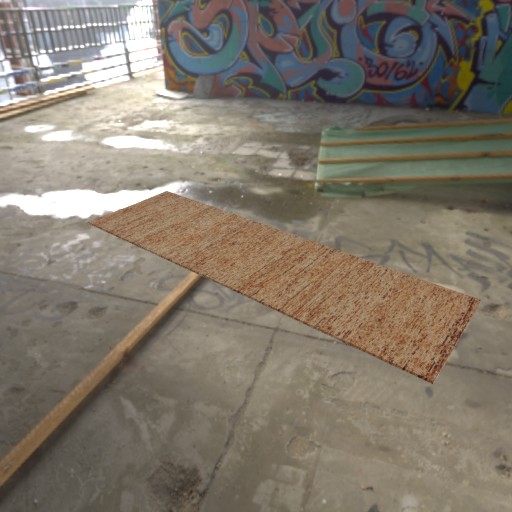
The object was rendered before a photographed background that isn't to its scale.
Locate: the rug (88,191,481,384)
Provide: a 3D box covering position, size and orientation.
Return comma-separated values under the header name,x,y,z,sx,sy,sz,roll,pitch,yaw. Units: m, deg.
name,x,y,z,sx,sy,sz,roll,pitch,yaw
rug,0.000,0.000,2.504,2.237,0.014,0.680,22,37,32
